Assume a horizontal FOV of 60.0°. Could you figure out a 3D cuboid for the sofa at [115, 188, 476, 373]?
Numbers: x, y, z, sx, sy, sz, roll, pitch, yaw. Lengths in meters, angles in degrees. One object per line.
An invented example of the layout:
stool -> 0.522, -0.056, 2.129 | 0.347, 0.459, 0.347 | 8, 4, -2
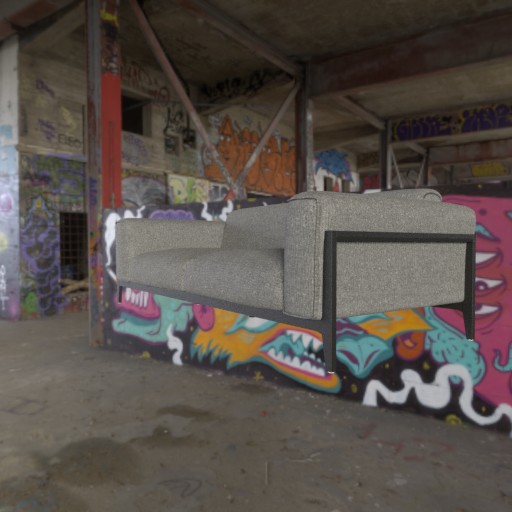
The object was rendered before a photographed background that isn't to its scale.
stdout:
sofa -> 0.000, 0.000, 2.539 | 0.985, 0.703, 2.125 | -1, 2, -35
